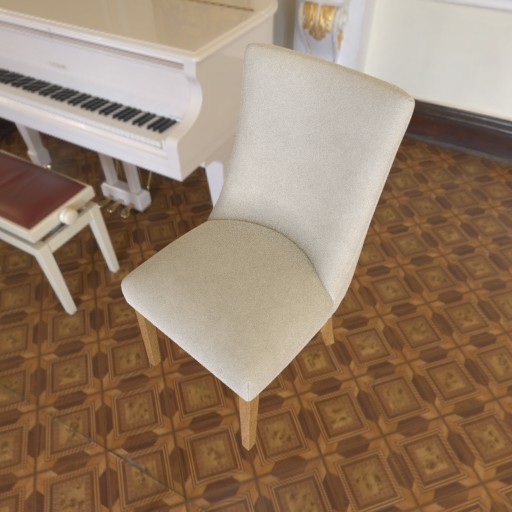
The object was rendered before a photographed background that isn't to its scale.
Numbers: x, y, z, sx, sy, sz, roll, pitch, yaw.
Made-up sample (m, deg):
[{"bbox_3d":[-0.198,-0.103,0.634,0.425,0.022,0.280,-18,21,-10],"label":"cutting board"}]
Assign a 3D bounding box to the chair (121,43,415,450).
[{"bbox_3d":[0.000,0.000,1.235,0.495,0.902,0.610,32,54,27],"label":"chair"}]
